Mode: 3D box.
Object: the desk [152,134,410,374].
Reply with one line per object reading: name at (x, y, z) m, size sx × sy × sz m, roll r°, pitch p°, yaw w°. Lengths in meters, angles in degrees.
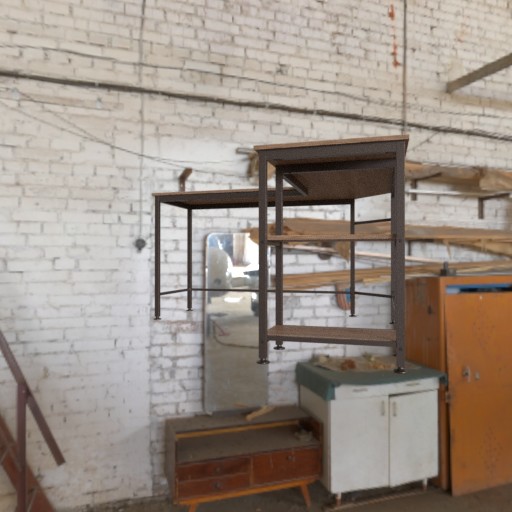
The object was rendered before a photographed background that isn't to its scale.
desk at (0.000, 0.000, 2.213) m, size 1.379 × 0.739 × 1.379 m, roll 0°, pitch 0°, yaw 16°
